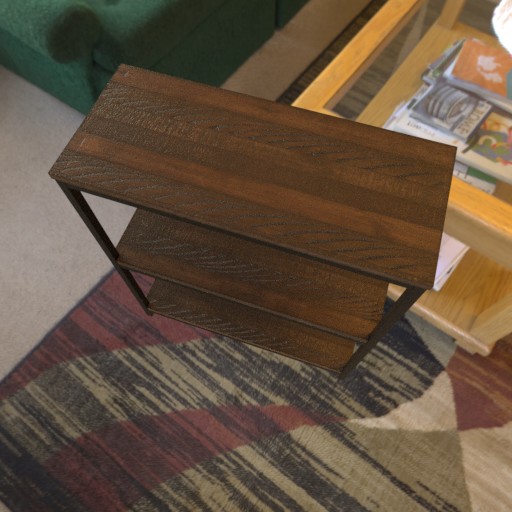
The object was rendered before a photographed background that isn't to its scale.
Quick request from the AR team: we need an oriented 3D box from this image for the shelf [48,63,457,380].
[{"bbox_3d":[0.000,0.000,1.389,0.822,0.947,0.352,17,65,8],"label":"shelf"}]
